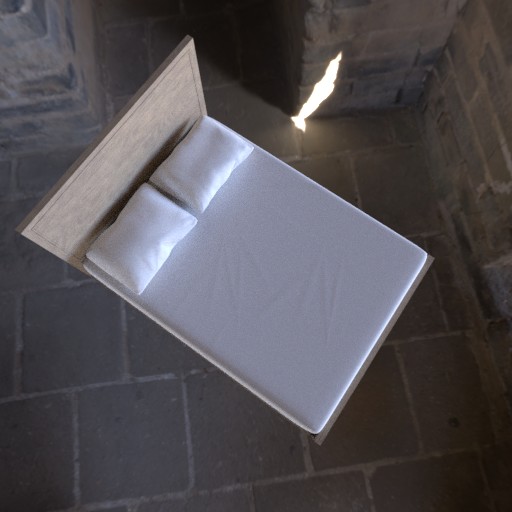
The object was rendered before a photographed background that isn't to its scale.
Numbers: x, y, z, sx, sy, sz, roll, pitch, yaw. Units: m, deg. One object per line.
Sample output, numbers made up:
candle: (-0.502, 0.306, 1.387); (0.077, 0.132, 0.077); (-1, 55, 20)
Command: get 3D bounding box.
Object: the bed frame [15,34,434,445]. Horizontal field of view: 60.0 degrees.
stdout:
bed frame: (0.000, 0.000, 3.163); (2.189, 1.369, 1.606); (34, 77, 9)
